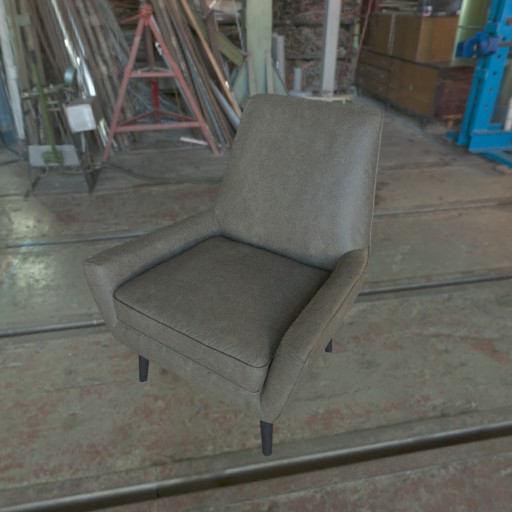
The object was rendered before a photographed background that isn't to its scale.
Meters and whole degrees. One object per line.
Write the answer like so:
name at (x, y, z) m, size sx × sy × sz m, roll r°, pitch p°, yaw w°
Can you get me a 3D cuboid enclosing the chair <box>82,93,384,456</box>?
chair at (0.000, 0.000, 1.472) m, size 0.787 × 0.888 × 0.824 m, roll 19°, pitch 36°, yaw 29°
